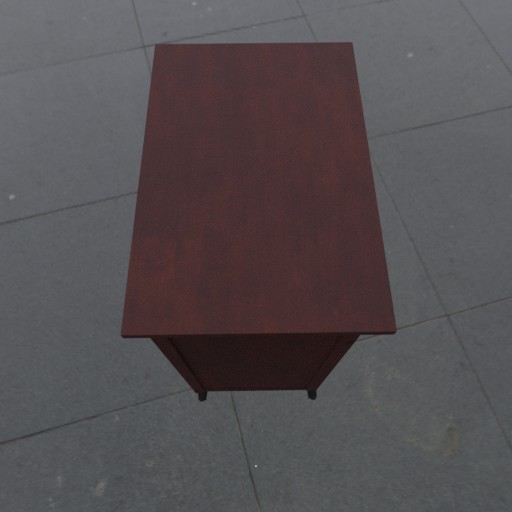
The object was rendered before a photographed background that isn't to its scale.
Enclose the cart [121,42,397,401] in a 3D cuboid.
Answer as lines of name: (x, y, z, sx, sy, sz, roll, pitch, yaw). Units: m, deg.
cart: (0.000, 0.000, 1.244, 0.442, 0.864, 0.683, -1, 65, 0)
